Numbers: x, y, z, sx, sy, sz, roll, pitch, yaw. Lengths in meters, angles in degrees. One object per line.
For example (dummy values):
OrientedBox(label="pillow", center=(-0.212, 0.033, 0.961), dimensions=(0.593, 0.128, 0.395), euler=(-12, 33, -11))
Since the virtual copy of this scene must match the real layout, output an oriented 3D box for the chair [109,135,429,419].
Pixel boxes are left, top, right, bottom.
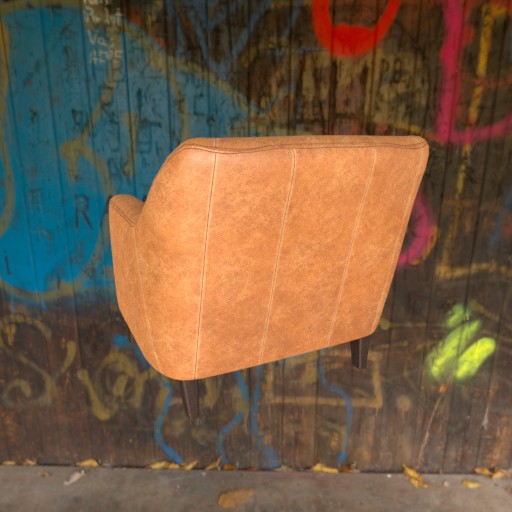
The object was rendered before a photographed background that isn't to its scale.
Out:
OrientedBox(label="chair", center=(0.000, 0.000, 1.841), dimensions=(1.037, 0.980, 1.034), euler=(-8, 18, -26))
